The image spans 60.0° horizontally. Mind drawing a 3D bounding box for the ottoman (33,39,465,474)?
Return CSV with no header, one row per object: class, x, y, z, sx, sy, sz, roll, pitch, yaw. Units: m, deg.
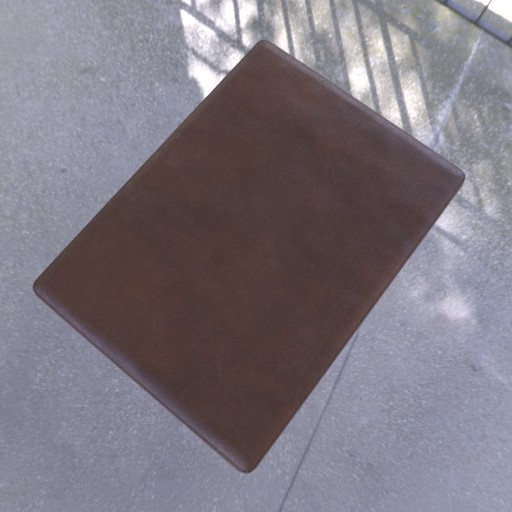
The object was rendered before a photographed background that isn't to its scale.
ottoman,0.000,0.000,1.158,0.588,0.509,0.795,38,79,9
